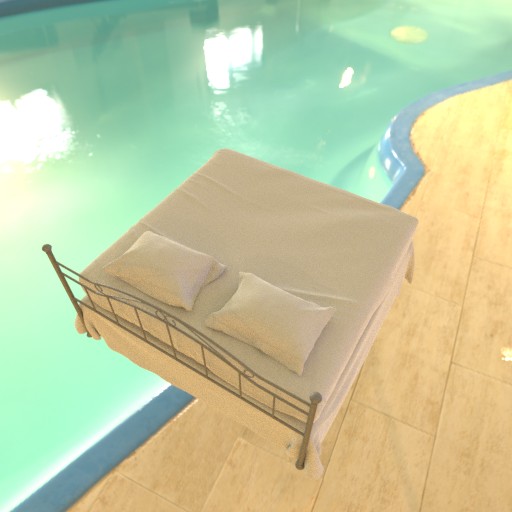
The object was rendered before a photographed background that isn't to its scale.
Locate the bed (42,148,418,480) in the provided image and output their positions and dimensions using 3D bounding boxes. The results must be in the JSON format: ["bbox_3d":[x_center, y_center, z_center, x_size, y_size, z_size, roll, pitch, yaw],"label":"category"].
[{"bbox_3d":[0.000,0.000,3.567,2.309,1.080,2.220,25,52,21],"label":"bed"}]
